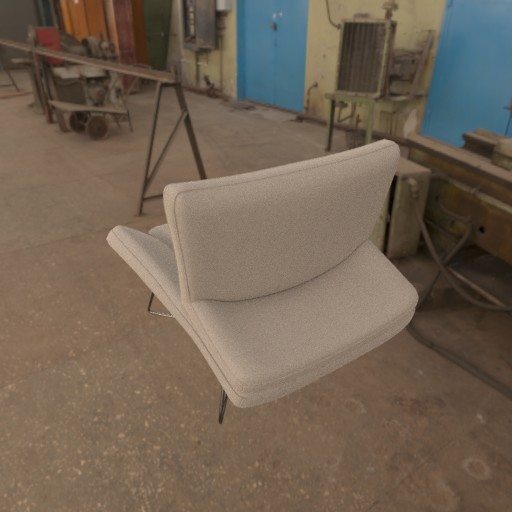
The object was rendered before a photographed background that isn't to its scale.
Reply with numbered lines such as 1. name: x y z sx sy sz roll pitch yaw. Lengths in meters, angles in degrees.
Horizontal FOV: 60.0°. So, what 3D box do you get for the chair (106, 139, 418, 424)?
1. chair: 0.000 0.000 1.682 0.859 0.855 1.008 -18 34 -29
